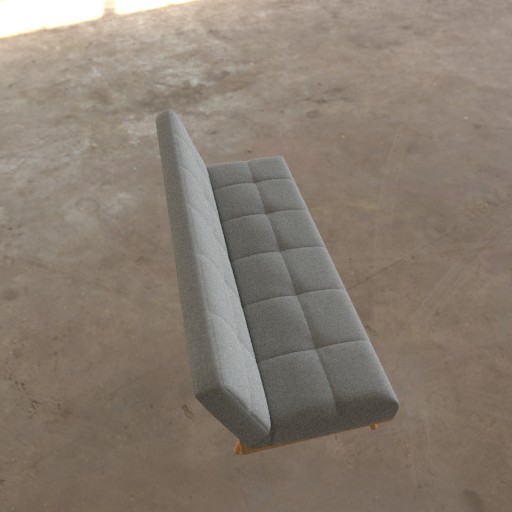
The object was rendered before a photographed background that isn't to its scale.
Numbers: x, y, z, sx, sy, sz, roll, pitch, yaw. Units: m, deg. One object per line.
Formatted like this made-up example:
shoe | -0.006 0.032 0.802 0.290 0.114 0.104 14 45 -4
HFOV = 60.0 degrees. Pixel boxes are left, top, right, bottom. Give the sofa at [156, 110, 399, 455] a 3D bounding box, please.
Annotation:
sofa | 0.000 0.000 2.297 0.800 0.800 1.820 -9 47 -9
